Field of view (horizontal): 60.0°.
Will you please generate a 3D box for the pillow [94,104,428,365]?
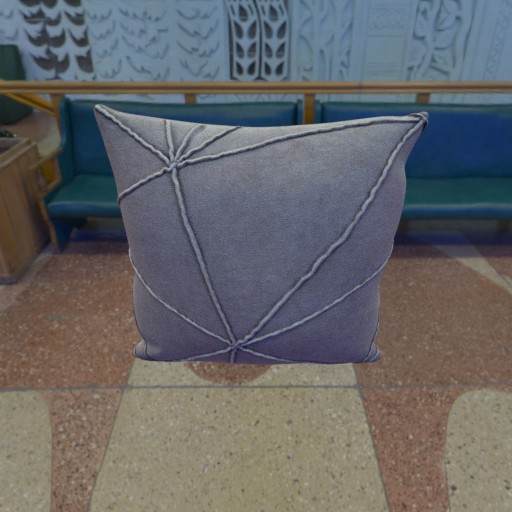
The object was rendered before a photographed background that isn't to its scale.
[{"bbox_3d":[0.000,0.000,0.671,0.439,0.440,0.185,1,31,1],"label":"pillow"}]
